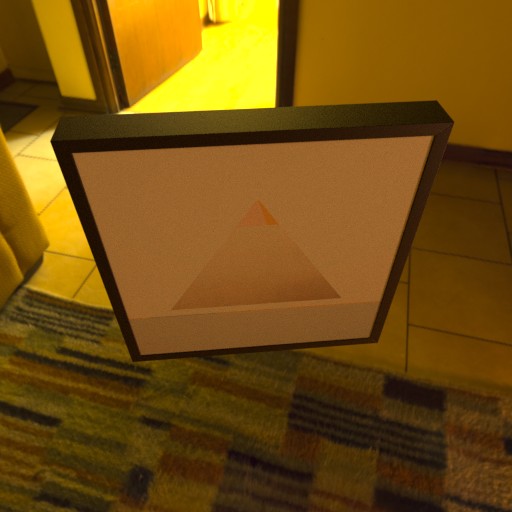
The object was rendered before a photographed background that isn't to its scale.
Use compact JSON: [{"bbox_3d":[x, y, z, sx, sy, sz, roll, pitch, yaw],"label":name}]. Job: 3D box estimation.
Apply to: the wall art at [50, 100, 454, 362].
[{"bbox_3d":[0.000,0.000,0.452,0.304,0.303,0.037,-4,46,-4],"label":"wall art"}]
